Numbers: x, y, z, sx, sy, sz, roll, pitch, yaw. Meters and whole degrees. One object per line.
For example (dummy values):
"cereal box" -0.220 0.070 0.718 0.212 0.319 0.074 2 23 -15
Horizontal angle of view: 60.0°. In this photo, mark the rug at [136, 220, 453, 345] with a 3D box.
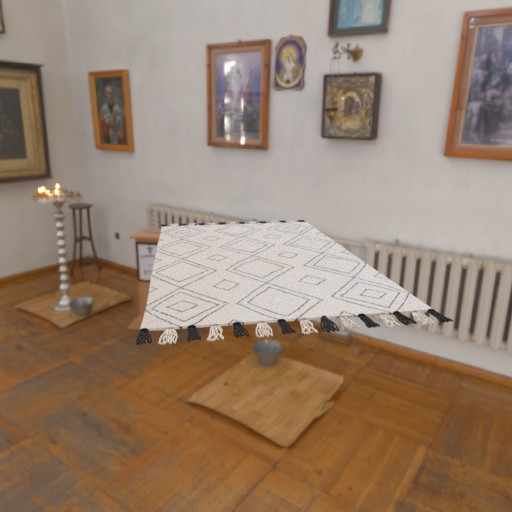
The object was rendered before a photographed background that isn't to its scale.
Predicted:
"rug" 0.000 0.000 3.354 1.524 0.021 2.755 -3 16 -9
